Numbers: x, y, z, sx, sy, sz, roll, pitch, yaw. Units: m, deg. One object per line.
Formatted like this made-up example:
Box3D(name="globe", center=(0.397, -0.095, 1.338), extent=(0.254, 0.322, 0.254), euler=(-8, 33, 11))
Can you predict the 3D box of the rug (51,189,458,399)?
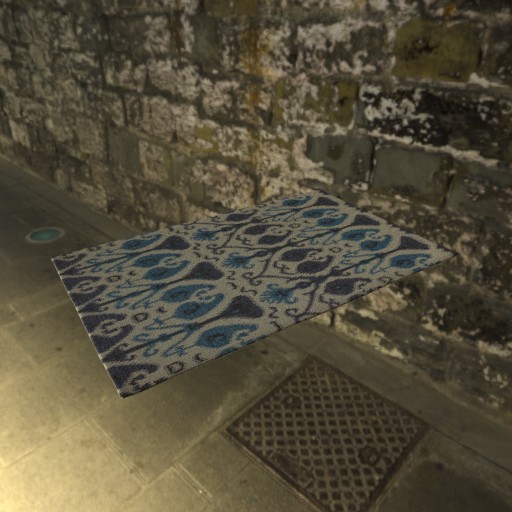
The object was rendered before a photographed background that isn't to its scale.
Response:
Box3D(name="rug", center=(0.000, 0.000, 2.171), extent=(1.698, 0.013, 1.072), euler=(-18, 34, -28))
